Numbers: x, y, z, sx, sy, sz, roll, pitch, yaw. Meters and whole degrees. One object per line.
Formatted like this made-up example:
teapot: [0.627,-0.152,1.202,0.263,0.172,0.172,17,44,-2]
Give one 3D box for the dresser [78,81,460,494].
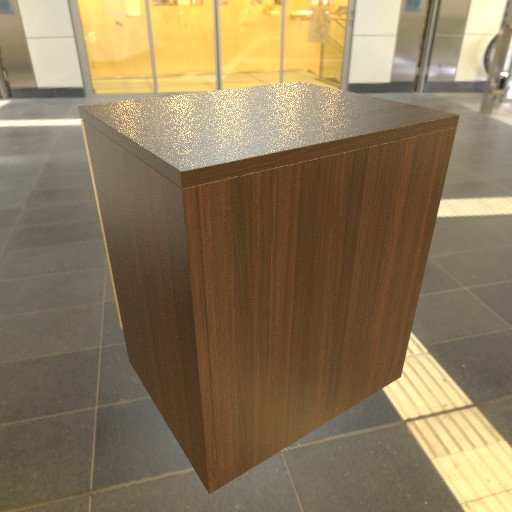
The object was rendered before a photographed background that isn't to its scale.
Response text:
dresser: [0.000,0.000,0.729,0.400,0.470,0.360,-19,35,-29]
